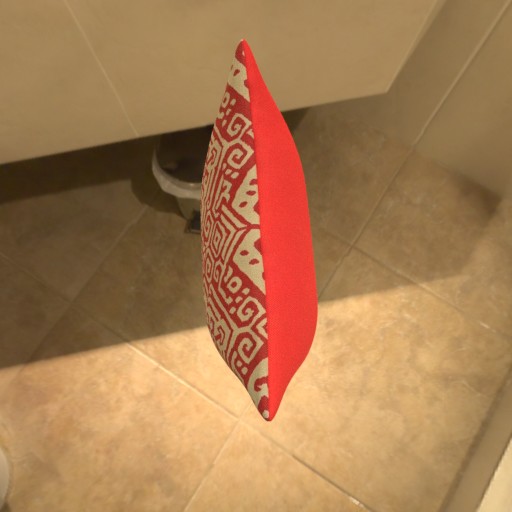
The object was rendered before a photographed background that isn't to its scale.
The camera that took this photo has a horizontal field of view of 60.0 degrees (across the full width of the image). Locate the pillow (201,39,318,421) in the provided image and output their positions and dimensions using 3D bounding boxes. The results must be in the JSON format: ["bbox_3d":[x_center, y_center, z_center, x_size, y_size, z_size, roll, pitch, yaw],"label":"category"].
[{"bbox_3d":[0.000,0.000,0.810,0.192,0.507,0.522,-4,75,-1],"label":"pillow"}]
